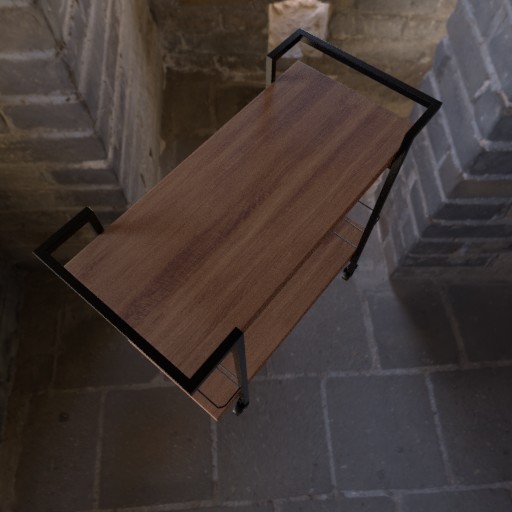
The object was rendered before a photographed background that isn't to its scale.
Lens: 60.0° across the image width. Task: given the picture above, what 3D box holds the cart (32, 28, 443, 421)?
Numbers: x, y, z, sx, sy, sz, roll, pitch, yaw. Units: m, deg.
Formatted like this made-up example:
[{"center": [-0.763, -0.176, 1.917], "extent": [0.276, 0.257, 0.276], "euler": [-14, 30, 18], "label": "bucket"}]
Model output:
[{"center": [0.000, 0.000, 1.229], "extent": [0.406, 0.762, 0.806], "euler": [36, 68, 17], "label": "cart"}]
